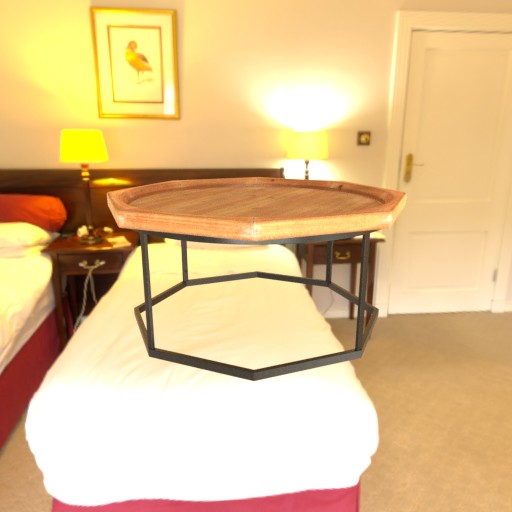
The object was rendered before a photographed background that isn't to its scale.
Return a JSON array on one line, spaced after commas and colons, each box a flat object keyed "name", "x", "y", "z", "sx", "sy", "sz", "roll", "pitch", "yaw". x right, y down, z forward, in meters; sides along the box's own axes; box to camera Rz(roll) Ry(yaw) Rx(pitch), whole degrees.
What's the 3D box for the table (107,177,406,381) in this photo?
[{"name": "table", "x": 0.000, "y": 0.000, "z": 1.542, "sx": 1.002, "sy": 0.444, "sz": 1.002, "roll": 0, "pitch": 16, "yaw": 0}]
